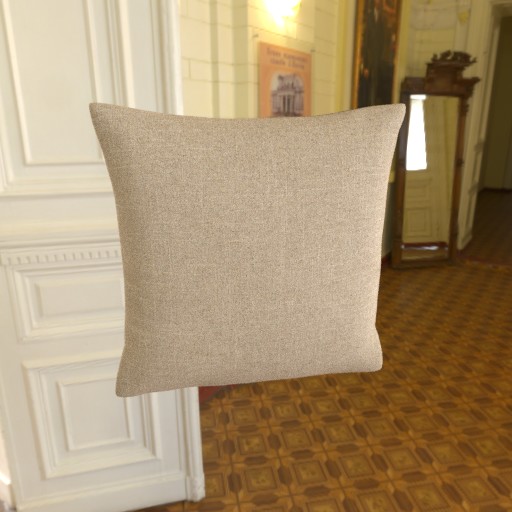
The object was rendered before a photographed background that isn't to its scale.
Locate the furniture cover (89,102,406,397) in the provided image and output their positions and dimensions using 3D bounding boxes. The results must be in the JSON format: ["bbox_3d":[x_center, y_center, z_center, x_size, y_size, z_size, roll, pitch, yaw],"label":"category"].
[{"bbox_3d":[0.000,0.000,0.767,0.511,0.503,0.162,-3,17,-10],"label":"furniture cover"}]
